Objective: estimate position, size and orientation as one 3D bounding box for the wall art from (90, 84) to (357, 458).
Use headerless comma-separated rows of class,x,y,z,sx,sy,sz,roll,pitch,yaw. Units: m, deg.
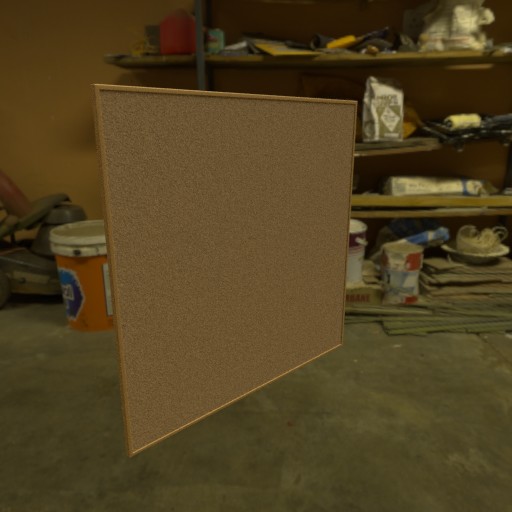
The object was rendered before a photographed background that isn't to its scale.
wall art,0.000,0.000,0.958,0.657,0.655,0.014,-14,22,-41
